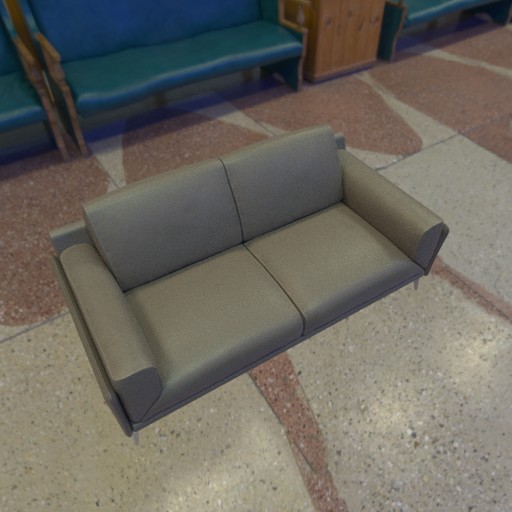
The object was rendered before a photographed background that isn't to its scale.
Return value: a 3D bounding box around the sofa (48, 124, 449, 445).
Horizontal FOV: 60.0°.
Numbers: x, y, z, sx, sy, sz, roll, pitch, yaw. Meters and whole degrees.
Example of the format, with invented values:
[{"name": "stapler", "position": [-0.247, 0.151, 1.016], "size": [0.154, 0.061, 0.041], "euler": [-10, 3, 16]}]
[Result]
[{"name": "sofa", "position": [0.000, 0.000, 2.630], "size": [2.101, 0.930, 1.049], "euler": [-24, 50, -22]}]
